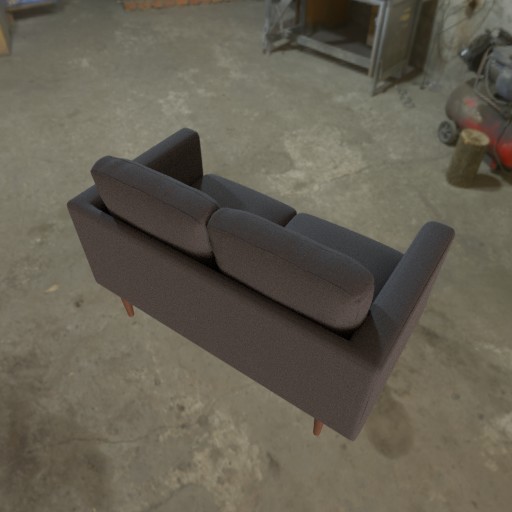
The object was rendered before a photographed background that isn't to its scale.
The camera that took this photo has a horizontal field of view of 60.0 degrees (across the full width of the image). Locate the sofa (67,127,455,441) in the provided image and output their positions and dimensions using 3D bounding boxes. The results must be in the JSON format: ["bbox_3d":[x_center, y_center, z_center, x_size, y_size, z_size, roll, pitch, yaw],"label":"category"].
[{"bbox_3d":[0.000,0.000,1.984,1.430,0.908,0.796,26,51,23],"label":"sofa"}]
